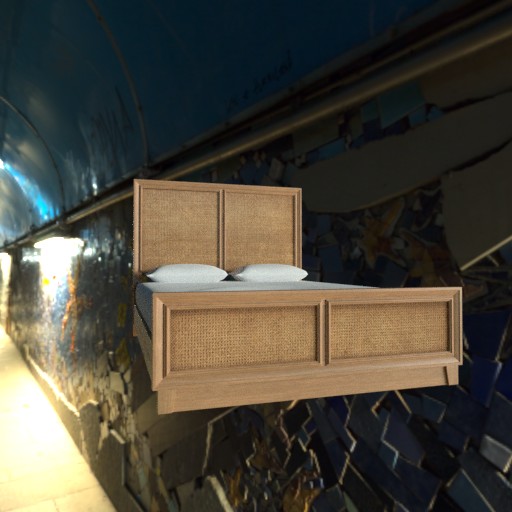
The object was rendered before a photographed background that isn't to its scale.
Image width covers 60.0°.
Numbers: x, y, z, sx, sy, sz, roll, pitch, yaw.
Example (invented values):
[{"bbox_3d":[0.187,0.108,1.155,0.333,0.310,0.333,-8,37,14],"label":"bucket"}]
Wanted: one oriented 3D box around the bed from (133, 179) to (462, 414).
[{"bbox_3d":[0.000,0.000,3.160,1.606,1.387,2.184,0,-1,-18],"label":"bed"}]
